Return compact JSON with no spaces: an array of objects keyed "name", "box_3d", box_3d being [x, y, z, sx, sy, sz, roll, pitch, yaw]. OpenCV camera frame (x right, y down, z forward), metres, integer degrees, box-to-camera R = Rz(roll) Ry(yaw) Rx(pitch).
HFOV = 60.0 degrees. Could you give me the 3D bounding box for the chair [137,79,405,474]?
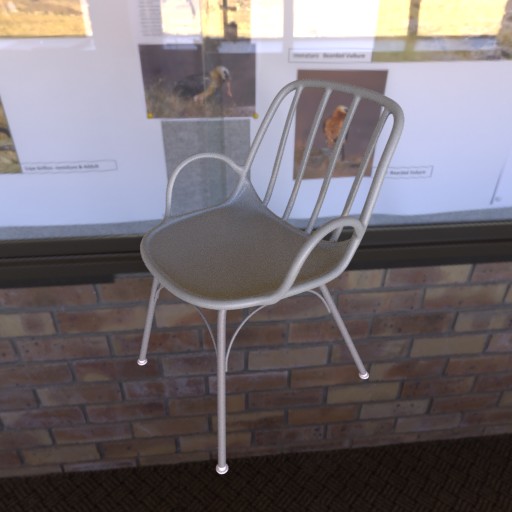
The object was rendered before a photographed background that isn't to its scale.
[{"name":"chair","box_3d":[0.000,0.000,1.197,0.597,0.816,0.549,-22,39,-31]}]
